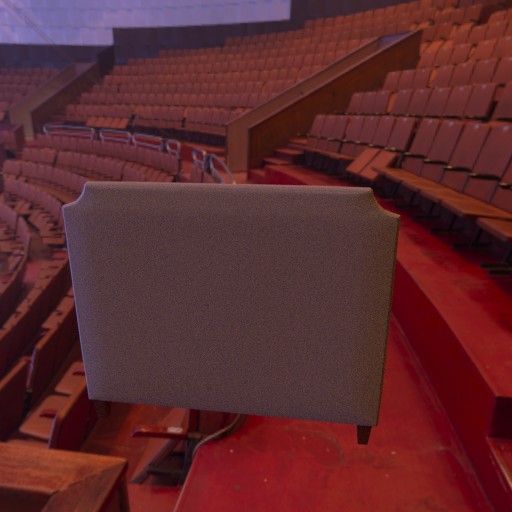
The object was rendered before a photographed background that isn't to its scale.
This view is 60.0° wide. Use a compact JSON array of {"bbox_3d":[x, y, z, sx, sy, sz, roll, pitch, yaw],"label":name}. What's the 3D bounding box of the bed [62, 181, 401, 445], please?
[{"bbox_3d":[0.000,0.000,3.447,1.713,1.443,2.372,3,18,8],"label":"bed"}]
